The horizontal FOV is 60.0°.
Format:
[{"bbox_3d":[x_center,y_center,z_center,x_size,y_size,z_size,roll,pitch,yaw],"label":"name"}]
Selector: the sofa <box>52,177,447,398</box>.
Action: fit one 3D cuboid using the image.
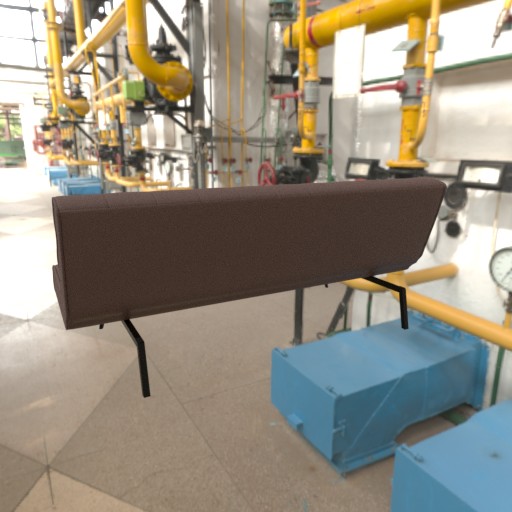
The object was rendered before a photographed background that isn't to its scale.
[{"bbox_3d":[0.000,0.000,2.067,1.703,0.699,0.747,-7,16,-27],"label":"sofa"}]
